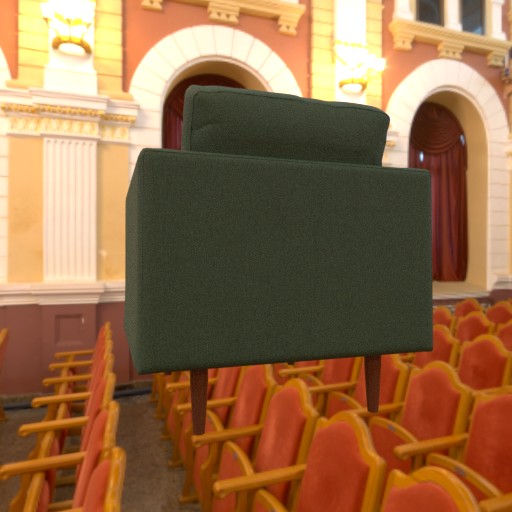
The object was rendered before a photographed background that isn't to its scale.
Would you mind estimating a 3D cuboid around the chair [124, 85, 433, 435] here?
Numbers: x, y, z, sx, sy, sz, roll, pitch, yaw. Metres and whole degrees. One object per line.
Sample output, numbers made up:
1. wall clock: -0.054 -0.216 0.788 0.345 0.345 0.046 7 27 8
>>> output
1. chair: 0.000 0.000 1.534 0.855 0.927 0.800 0 0 -19
